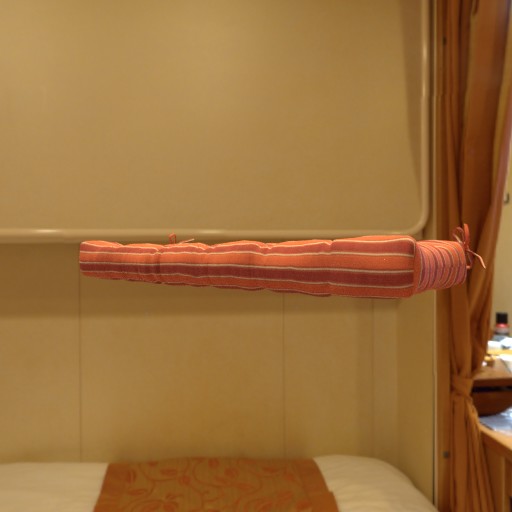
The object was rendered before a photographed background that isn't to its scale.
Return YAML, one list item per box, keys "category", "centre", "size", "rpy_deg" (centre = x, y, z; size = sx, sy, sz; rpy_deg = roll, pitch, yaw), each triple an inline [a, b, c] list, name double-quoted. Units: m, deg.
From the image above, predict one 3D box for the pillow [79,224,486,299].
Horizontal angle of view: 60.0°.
- category: "pillow"
  centre: [0.000, 0.000, 1.338]
  size: [1.194, 0.174, 0.511]
  rpy_deg: [1, 1, 38]
